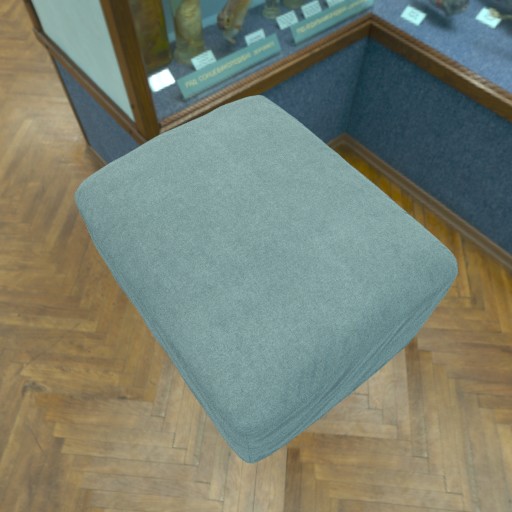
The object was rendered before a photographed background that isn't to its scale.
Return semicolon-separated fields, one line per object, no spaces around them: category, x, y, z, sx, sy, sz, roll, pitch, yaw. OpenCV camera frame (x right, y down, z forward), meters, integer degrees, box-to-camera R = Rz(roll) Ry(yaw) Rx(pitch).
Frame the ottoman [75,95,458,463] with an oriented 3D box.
ottoman;0.000;0.000;1.236;0.683;0.481;0.837;-33;64;-19
